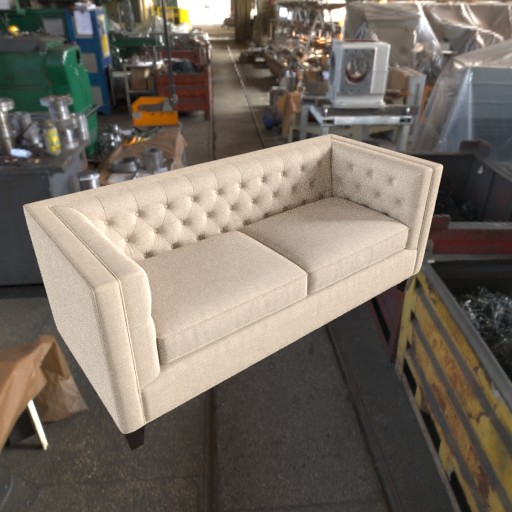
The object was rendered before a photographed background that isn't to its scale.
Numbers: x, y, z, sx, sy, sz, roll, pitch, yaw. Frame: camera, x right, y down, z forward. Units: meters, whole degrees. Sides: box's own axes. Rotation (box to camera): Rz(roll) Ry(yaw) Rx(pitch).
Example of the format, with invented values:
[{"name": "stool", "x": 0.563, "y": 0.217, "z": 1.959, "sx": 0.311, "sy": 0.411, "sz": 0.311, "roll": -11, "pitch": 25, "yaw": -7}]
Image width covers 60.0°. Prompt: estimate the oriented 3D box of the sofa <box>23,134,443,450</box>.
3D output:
[{"name": "sofa", "x": 0.000, "y": 0.000, "z": 2.166, "sx": 1.778, "sy": 0.762, "sz": 0.775, "roll": -21, "pitch": 36, "yaw": -32}]
